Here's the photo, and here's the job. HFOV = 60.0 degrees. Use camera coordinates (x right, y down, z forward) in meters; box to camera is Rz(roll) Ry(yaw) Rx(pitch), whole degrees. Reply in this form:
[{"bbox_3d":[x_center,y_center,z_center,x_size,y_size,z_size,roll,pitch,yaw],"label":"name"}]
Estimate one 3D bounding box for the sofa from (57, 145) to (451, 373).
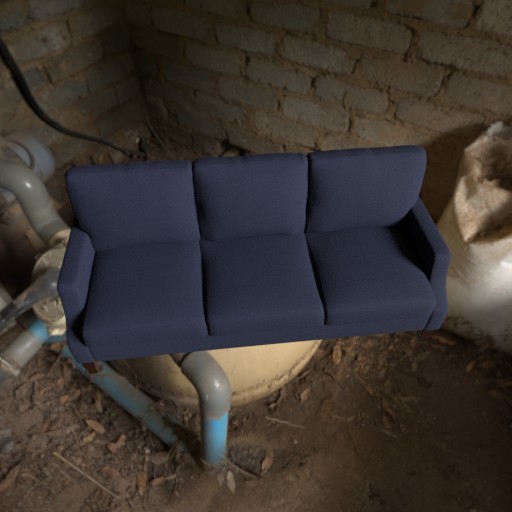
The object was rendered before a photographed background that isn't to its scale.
[{"bbox_3d":[0.000,0.000,2.595,2.115,0.984,0.888,-5,47,-4],"label":"sofa"}]
